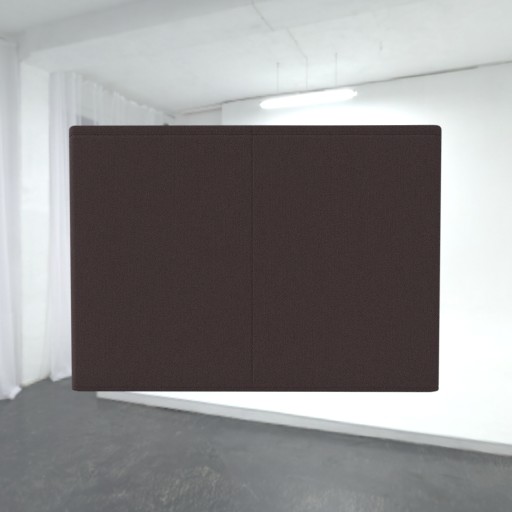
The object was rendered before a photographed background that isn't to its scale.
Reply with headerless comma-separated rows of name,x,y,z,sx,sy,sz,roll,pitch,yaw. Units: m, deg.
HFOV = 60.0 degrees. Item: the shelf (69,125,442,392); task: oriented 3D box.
shelf,0.000,0.000,0.491,0.292,0.210,0.292,0,1,0
